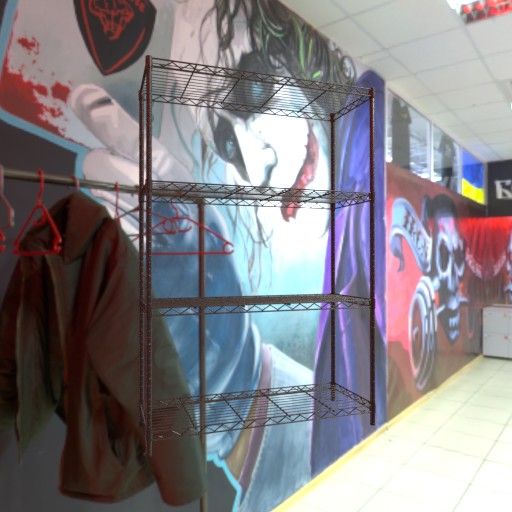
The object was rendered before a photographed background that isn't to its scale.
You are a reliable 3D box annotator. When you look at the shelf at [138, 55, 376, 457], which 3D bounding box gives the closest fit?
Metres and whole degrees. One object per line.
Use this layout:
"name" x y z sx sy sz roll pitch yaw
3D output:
"shelf" 0.000 0.000 1.806 0.907 1.361 0.352 0 0 -19
